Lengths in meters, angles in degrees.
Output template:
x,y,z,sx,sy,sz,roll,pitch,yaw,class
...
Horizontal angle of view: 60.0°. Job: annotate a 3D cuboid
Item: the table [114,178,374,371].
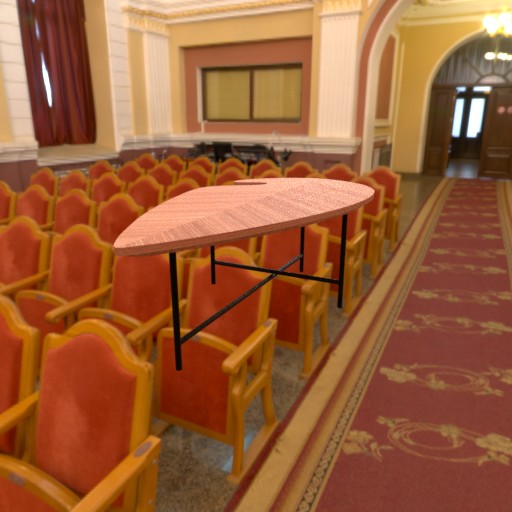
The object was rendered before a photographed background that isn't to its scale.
x,y,z,sx,sy,sz,roll,pitch,yaw,class
0.000,0.000,1.420,0.598,0.360,1.199,8,19,26,table
